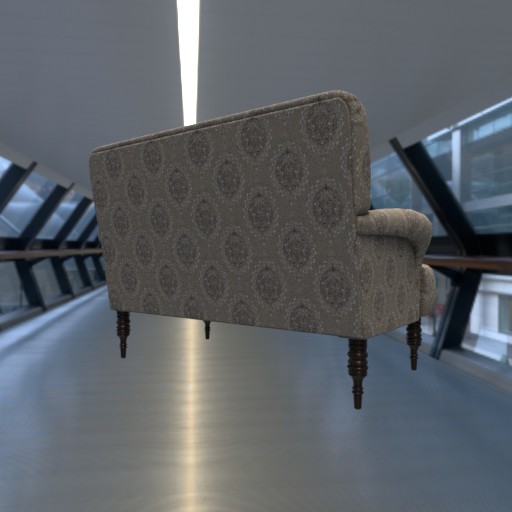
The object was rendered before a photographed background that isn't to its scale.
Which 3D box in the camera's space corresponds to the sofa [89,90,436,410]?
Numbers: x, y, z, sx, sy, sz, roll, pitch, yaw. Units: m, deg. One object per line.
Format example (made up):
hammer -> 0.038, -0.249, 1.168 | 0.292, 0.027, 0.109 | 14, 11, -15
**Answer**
sofa -> 0.000, 0.000, 1.797 | 1.297, 0.889, 0.779 | 0, 0, 36
